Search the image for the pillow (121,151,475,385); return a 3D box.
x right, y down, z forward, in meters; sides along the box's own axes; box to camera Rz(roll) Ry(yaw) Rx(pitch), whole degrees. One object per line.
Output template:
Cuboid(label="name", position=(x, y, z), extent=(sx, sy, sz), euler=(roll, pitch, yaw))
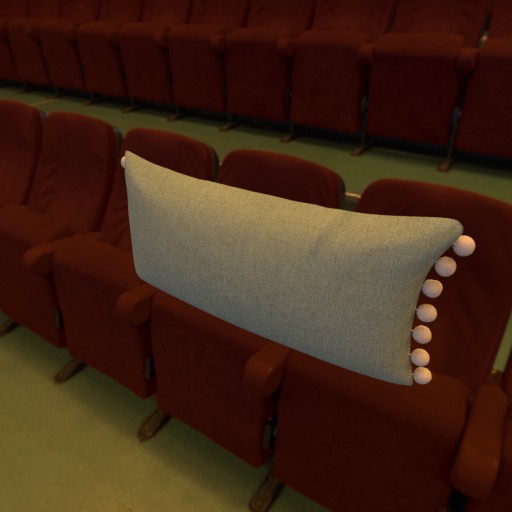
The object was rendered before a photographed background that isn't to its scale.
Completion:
Cuboid(label="pillow", position=(0.000, 0.000, 0.835), extent=(0.709, 0.322, 0.201), euler=(18, 36, 28))
